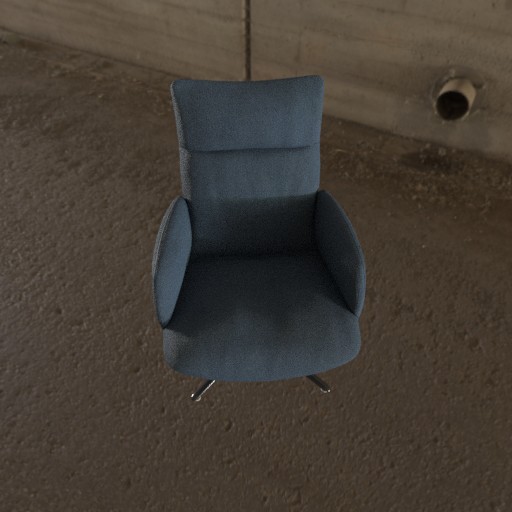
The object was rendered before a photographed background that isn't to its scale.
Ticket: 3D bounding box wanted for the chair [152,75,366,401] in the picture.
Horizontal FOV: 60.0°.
[{"bbox_3d":[0.000,0.000,1.654,0.711,1.016,0.889,-3,47,-3],"label":"chair"}]
